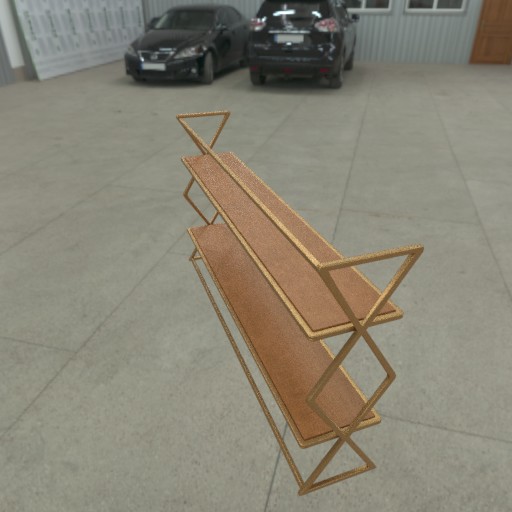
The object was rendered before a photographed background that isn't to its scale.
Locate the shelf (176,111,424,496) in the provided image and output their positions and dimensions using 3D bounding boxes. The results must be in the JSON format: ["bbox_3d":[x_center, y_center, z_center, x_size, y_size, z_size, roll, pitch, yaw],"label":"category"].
[{"bbox_3d":[0.000,0.000,0.981,0.150,0.450,0.822,-11,32,-17],"label":"shelf"}]
